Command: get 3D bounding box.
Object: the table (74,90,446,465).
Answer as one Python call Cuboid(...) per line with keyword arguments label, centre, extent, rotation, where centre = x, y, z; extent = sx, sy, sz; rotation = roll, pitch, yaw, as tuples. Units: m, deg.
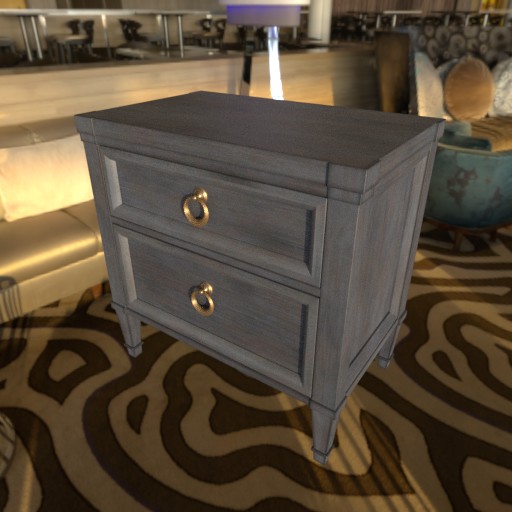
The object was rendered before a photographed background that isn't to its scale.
Cuboid(label="table", centre=(0.000, 0.000, 1.080), extent=(0.660, 0.660, 0.413), rotation=(19, 34, 30))
